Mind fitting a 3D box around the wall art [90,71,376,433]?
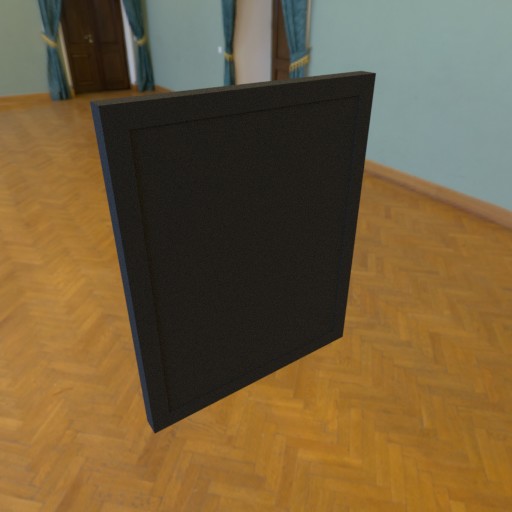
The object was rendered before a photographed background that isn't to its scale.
[{"bbox_3d":[0.000,0.000,0.766,0.457,0.559,0.033,-19,35,-30],"label":"wall art"}]
